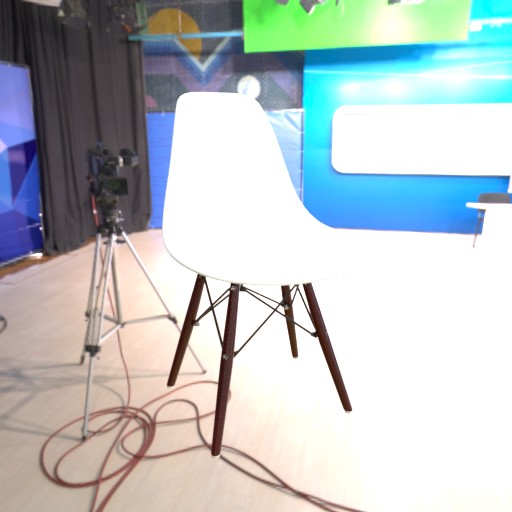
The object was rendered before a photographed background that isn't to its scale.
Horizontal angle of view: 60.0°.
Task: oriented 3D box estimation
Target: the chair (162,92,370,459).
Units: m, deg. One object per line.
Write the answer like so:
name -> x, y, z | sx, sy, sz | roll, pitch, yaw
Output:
chair -> 0.000, 0.000, 1.143 | 0.470, 0.826, 0.533 | -8, 18, -25
